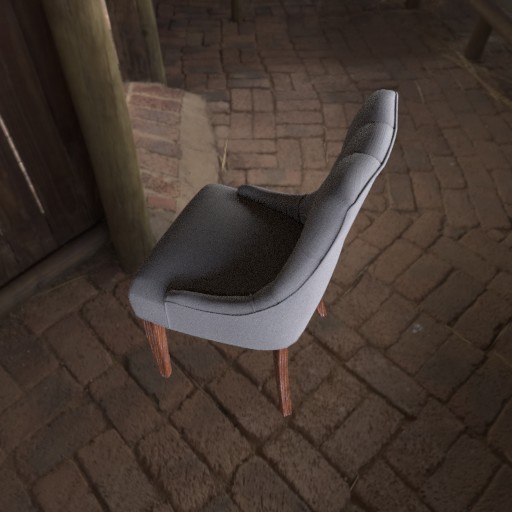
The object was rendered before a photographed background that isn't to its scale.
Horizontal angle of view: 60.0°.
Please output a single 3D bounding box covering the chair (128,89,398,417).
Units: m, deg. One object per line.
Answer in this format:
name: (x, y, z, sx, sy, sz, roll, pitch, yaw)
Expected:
chair: (0.000, 0.000, 1.230, 0.565, 0.874, 0.509, 16, 49, 15)
